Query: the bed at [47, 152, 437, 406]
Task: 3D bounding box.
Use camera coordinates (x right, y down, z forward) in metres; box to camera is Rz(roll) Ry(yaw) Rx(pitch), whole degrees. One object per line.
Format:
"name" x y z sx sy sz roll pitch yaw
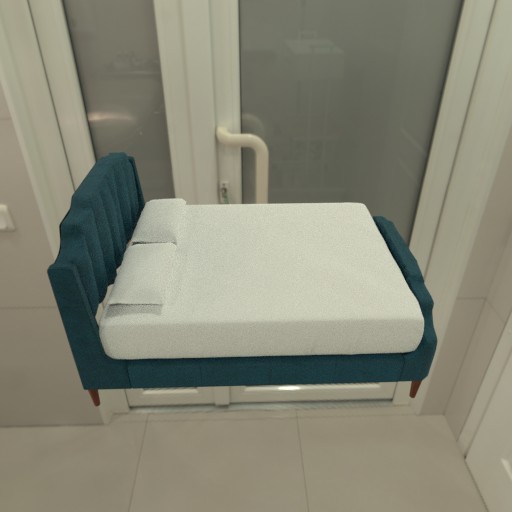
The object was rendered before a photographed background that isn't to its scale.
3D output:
"bed" 0.000 0.000 3.359 2.322 1.351 1.676 -1 34 -2
